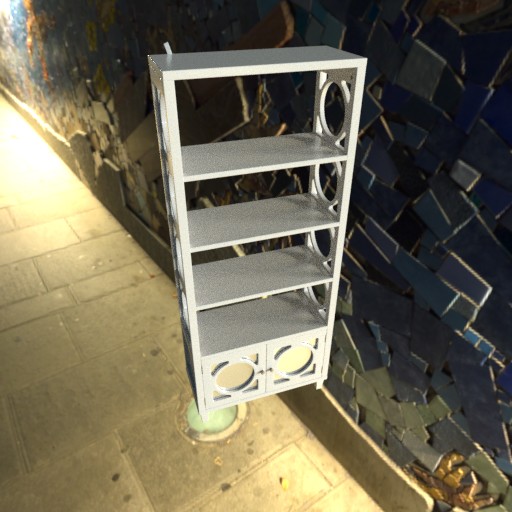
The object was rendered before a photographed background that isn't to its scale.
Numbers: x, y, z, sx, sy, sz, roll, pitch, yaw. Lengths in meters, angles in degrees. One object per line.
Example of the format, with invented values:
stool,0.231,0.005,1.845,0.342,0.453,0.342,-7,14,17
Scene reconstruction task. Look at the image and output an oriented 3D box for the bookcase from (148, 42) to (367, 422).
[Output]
bookcase,0.000,0.000,2.154,0.761,1.869,0.361,-11,35,-16
